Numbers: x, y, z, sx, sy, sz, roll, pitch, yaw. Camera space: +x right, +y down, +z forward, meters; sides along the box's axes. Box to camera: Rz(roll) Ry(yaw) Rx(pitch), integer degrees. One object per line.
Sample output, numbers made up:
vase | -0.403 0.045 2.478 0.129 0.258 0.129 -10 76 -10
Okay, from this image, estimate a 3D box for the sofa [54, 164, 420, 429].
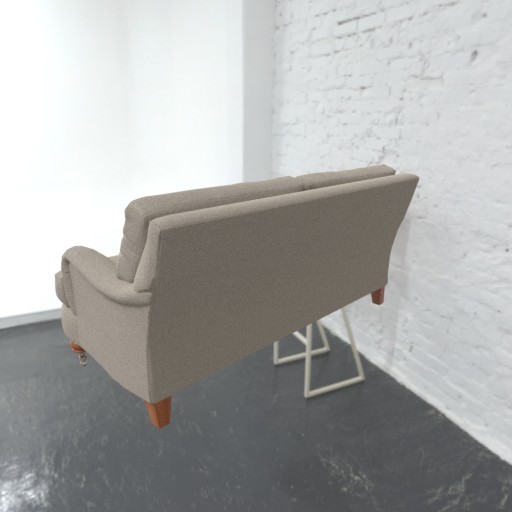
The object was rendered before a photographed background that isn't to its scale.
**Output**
sofa | 0.000 0.000 2.786 1.087 1.054 2.160 16 23 42
